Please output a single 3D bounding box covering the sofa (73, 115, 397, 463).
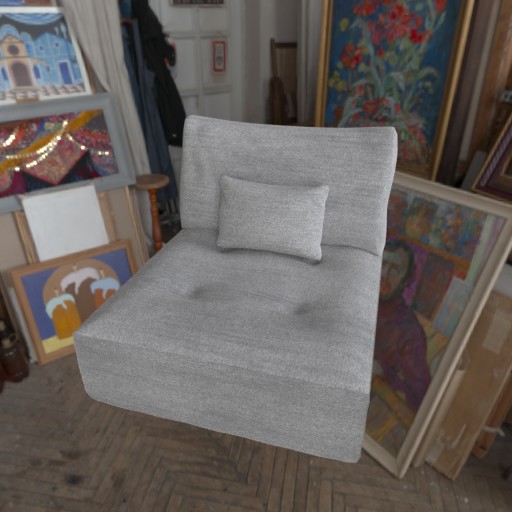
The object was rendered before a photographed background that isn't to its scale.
[{"bbox_3d":[0.000,0.000,1.665,0.930,0.820,1.000,8,29,14],"label":"sofa"}]
